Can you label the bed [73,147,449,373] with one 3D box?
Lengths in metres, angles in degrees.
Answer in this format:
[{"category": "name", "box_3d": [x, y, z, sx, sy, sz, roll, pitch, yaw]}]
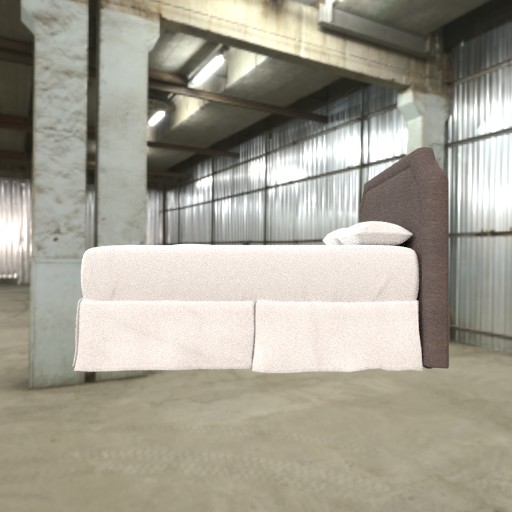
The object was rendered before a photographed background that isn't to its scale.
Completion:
[{"category": "bed", "box_3d": [0.000, 0.000, 3.240, 2.116, 1.290, 1.693, 0, 0, 0]}]
